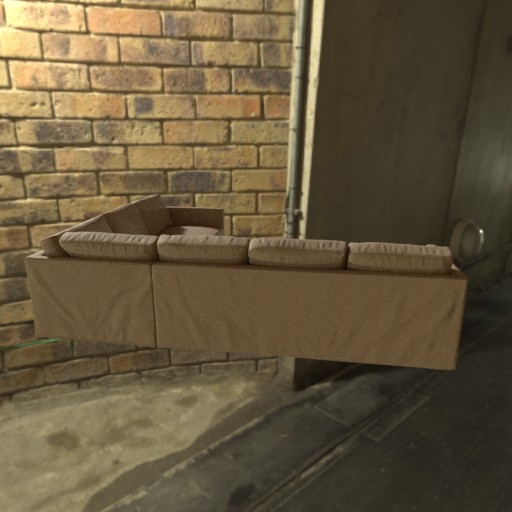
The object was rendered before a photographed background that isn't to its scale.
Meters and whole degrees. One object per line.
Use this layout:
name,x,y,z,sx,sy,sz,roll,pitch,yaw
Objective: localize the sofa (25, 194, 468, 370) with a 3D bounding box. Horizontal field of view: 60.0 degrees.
sofa,0.000,0.000,4.308,3.182,0.871,2.432,2,16,9
